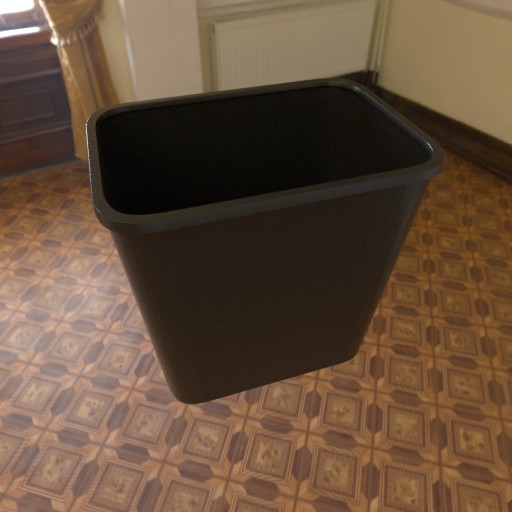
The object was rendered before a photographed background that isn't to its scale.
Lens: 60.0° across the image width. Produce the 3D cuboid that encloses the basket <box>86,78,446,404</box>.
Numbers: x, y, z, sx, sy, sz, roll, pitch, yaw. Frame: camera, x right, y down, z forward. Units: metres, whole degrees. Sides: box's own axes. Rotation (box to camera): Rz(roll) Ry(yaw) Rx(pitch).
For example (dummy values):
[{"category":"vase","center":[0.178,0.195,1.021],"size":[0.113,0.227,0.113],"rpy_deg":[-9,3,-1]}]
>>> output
[{"category":"basket","center":[0.000,0.000,0.512],"size":[0.300,0.307,0.211],"rpy_deg":[-12,44,-13]}]
